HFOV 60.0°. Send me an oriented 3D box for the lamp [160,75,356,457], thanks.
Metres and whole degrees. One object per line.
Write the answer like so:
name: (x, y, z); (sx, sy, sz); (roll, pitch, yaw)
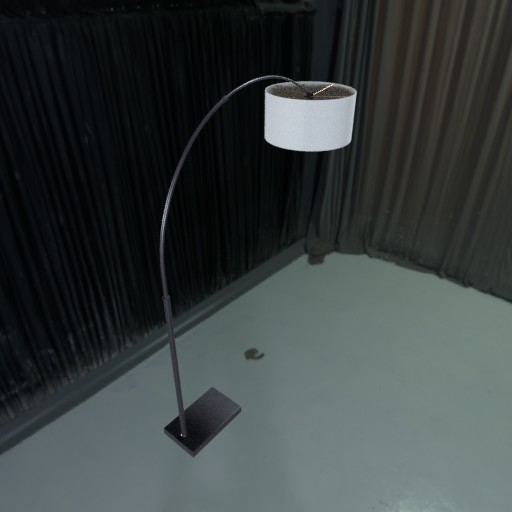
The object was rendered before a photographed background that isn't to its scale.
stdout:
lamp: (0.000, 0.000, 2.553); (0.493, 1.927, 1.424); (24, 39, 33)
